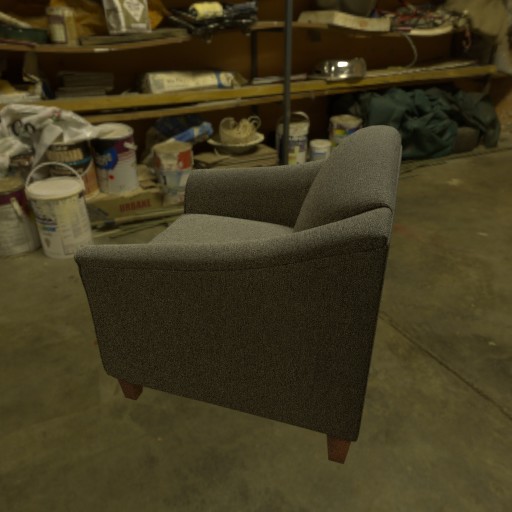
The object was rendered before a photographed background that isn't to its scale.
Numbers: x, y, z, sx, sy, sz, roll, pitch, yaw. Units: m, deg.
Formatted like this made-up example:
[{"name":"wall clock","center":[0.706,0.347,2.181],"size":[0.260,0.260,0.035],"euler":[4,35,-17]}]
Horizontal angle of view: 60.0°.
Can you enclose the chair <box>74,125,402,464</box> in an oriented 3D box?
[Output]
[{"name":"chair","center":[0.000,0.000,1.413],"size":[0.787,0.839,0.763],"euler":[9,30,15]}]
